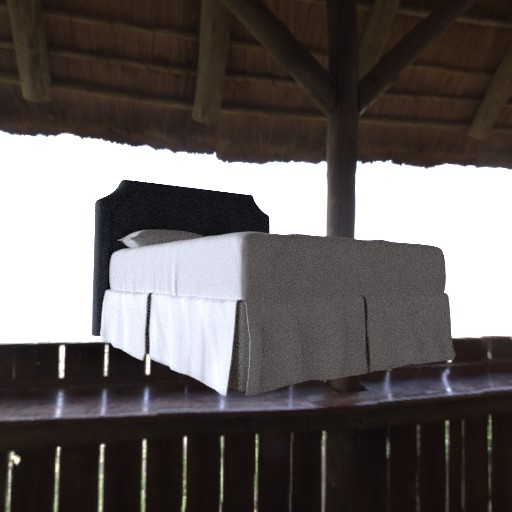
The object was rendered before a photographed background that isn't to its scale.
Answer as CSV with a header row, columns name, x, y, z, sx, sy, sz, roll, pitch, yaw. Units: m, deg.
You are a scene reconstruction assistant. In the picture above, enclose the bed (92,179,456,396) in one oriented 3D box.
name,x,y,z,sx,sy,sz,roll,pitch,yaw
bed,0.000,0.000,3.114,1.693,1.290,2.116,2,-3,-35
